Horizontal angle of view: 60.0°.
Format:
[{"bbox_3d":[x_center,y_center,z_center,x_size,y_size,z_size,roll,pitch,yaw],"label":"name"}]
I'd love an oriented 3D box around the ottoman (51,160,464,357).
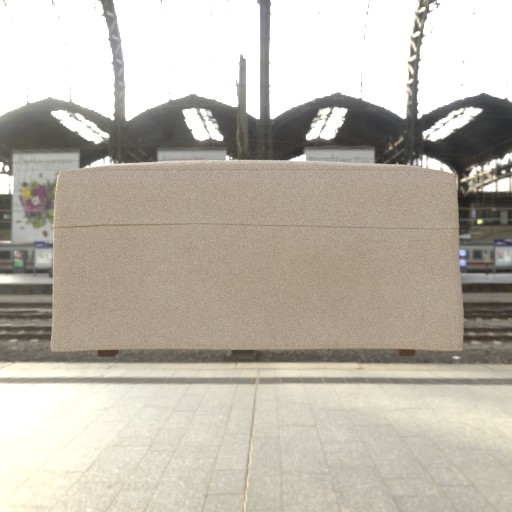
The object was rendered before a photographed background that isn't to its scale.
[{"bbox_3d":[0.000,0.000,1.188,0.872,0.444,0.590,0,0,-1],"label":"ottoman"}]
